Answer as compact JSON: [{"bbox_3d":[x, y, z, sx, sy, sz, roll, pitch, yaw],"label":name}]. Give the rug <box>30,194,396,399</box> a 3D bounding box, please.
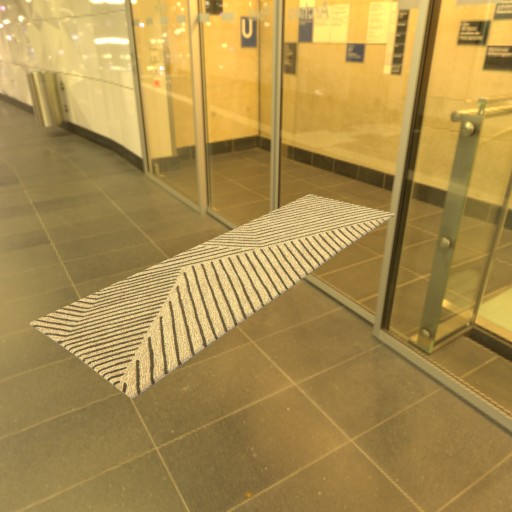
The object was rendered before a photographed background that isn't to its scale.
[{"bbox_3d":[0.000,0.000,2.707,0.773,0.020,2.439,19,32,34],"label":"rug"}]
